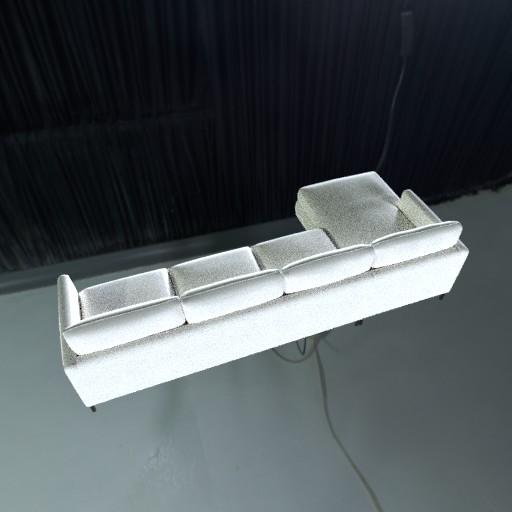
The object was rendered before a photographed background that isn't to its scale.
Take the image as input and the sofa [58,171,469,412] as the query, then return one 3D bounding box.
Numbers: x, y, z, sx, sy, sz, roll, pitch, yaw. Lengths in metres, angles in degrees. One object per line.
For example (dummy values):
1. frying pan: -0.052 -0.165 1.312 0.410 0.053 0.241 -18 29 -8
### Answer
1. sofa: 0.000 0.000 3.799 3.186 0.875 1.467 -15 48 -14
